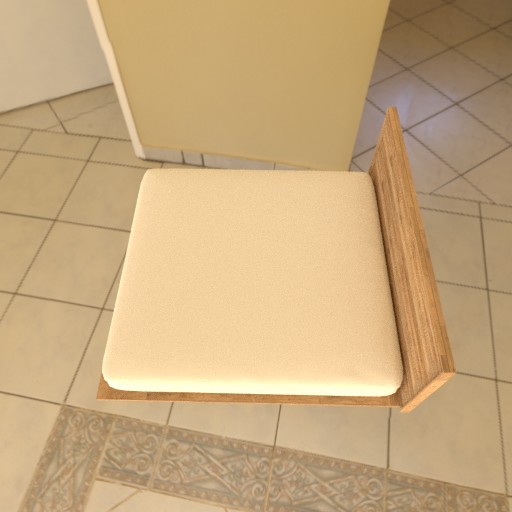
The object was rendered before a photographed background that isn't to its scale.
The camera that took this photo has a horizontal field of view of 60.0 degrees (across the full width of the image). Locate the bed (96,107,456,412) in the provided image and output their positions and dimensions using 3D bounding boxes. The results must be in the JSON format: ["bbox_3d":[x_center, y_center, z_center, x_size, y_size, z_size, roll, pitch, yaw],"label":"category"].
[{"bbox_3d":[0.000,0.000,3.371,2.167,1.100,2.116,1,57,1],"label":"bed"}]
